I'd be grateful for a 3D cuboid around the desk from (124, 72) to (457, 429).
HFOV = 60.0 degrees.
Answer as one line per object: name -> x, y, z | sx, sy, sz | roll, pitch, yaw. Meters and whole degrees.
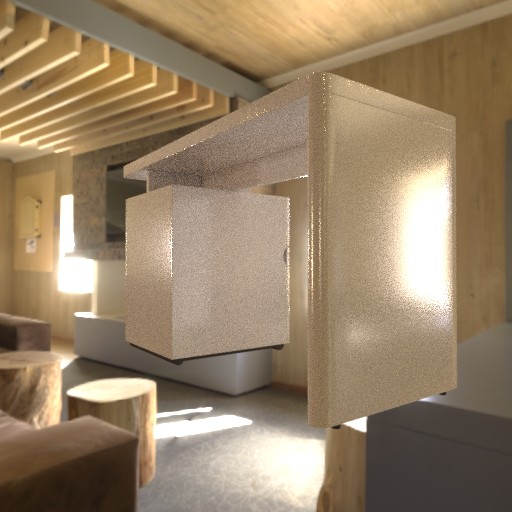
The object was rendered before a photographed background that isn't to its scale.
desk -> 0.000, 0.000, 1.559 | 0.550, 0.760, 1.200 | 1, -1, -36
